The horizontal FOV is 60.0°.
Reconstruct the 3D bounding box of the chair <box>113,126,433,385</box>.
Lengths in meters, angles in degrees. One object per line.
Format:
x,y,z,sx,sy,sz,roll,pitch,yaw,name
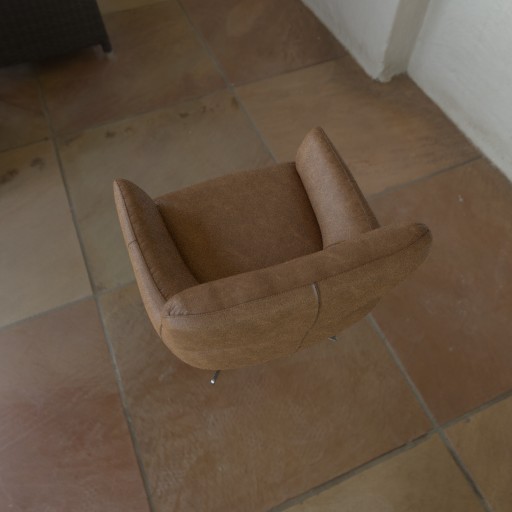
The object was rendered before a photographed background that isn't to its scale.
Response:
0.000,0.000,1.341,0.706,0.812,0.715,-17,60,-10,chair
